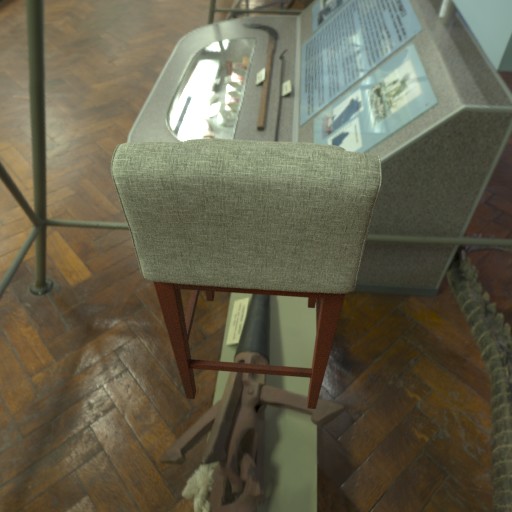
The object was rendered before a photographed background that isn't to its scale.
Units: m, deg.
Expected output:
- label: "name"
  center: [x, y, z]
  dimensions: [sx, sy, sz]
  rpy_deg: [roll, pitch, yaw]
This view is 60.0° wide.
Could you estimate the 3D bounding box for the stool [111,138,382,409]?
- label: "stool"
  center: [0.000, 0.000, 1.101]
  dimensions: [0.417, 0.835, 0.459]
  rpy_deg: [3, 46, 3]
